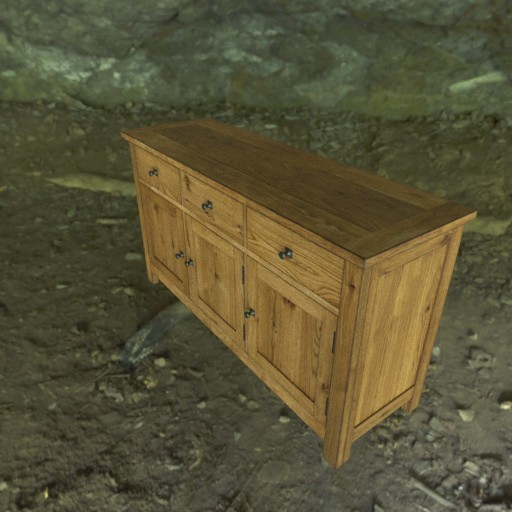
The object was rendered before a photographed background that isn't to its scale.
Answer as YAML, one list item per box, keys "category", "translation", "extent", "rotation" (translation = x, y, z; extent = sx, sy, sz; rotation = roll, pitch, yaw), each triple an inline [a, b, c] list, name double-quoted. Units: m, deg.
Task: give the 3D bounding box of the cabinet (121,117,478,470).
- category: "cabinet"
  translation: [0.000, 0.000, 1.852]
  extent: [0.480, 0.813, 1.474]
  rotation: [-20, 35, -31]
